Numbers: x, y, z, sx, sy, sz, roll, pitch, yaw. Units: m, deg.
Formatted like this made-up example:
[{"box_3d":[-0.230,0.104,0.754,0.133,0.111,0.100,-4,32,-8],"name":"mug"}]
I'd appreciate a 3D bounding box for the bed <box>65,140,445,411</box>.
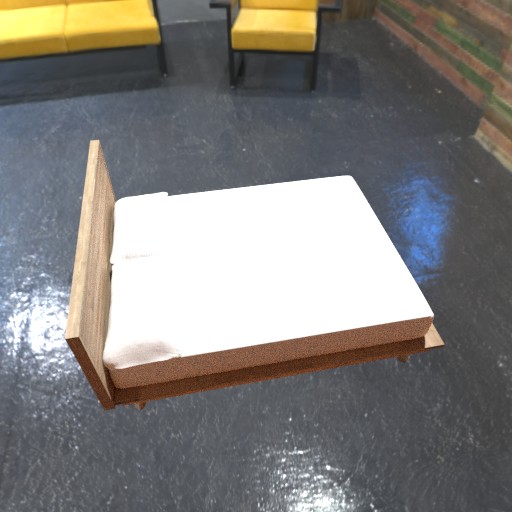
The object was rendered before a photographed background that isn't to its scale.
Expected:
[{"box_3d":[0.000,0.000,3.163,2.145,1.071,1.759,-8,46,-8],"name":"bed"}]
